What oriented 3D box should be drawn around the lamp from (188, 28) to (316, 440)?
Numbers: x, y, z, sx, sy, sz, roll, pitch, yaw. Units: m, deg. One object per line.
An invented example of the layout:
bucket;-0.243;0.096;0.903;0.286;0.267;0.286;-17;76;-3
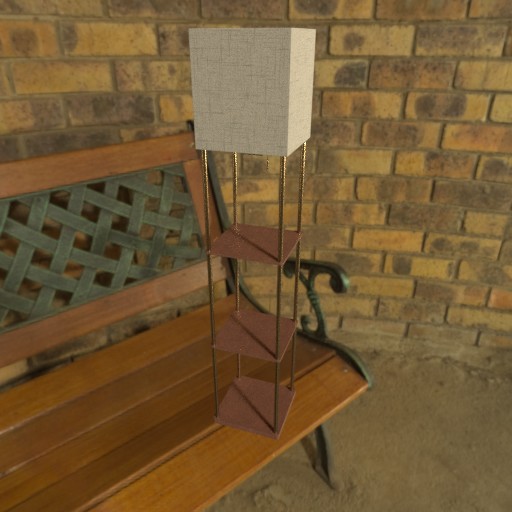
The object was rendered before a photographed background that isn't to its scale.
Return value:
lamp;0.000;0.000;1.720;0.310;1.569;0.308;9;28;17
